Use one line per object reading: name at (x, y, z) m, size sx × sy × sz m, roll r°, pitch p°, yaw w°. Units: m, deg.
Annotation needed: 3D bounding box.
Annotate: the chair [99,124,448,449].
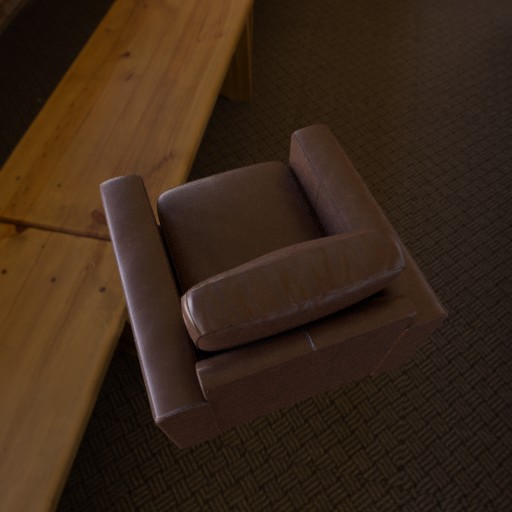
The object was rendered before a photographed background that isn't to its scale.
chair at (0.000, 0.000, 1.727) m, size 1.005 × 0.873 × 1.016 m, roll -17°, pitch 60°, yaw -10°
